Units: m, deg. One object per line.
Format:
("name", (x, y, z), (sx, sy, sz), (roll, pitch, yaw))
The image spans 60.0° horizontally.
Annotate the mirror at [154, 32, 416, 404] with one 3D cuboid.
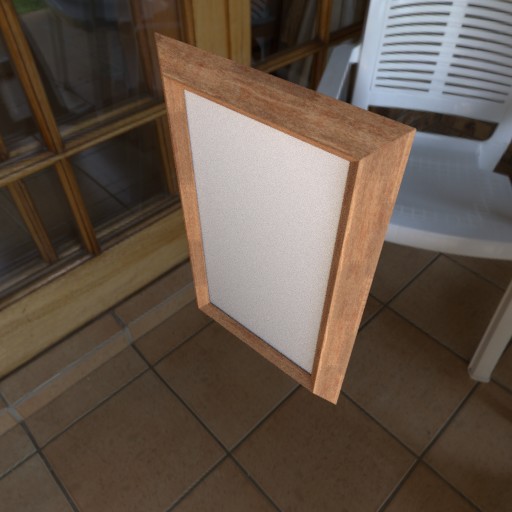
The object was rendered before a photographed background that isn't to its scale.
("mirror", (0.000, 0.000, 1.224), (0.651, 1.010, 0.047), (32, 54, 27))
